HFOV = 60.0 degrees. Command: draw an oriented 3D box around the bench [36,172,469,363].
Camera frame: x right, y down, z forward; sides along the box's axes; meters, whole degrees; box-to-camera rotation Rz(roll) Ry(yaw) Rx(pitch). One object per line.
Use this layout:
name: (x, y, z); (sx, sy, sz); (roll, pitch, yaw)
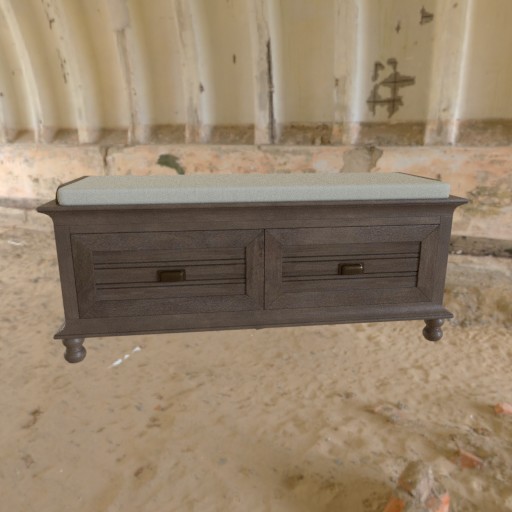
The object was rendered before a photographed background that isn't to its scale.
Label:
bench: (0.000, 0.000, 1.450); (1.185, 0.501, 0.402); (-2, 16, -7)
